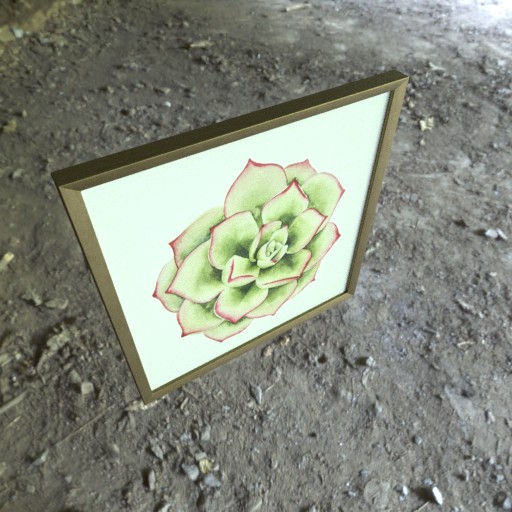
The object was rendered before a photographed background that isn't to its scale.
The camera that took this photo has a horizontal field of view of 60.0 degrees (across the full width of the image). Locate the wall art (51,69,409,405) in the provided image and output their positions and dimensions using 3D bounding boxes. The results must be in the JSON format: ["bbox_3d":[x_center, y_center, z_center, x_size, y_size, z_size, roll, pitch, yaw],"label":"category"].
[{"bbox_3d":[0.000,0.000,0.743,0.503,0.506,0.031,-24,51,-21],"label":"wall art"}]
